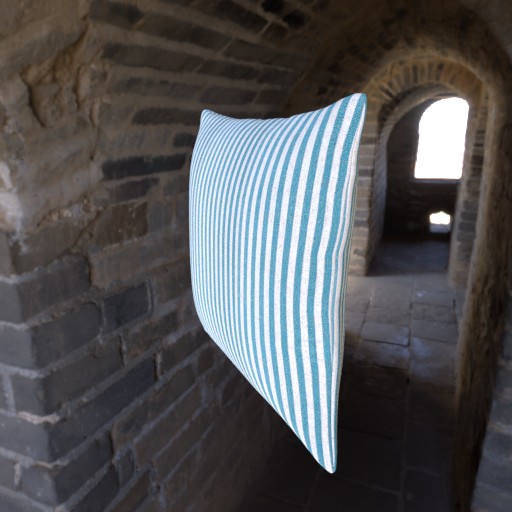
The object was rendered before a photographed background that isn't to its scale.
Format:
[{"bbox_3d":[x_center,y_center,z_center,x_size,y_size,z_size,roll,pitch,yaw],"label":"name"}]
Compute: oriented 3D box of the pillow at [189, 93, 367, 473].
[{"bbox_3d":[0.000,0.000,0.784,0.166,0.510,0.523,-8,18,-25],"label":"pillow"}]
